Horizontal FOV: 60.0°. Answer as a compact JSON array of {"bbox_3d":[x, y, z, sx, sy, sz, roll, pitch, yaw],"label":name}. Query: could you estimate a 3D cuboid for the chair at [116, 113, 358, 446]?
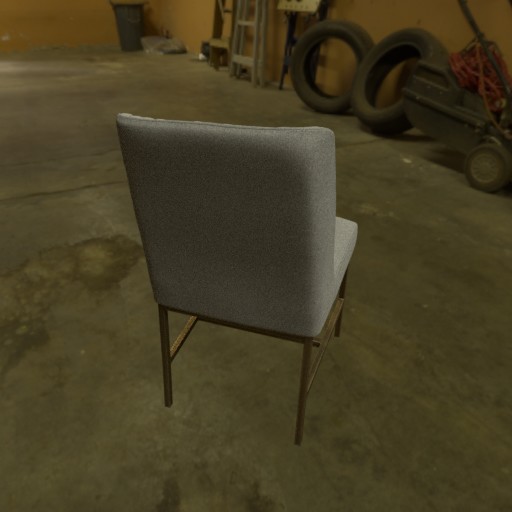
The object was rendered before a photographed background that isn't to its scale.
[{"bbox_3d":[0.000,0.000,1.271,0.508,0.889,0.587,10,32,16],"label":"chair"}]
